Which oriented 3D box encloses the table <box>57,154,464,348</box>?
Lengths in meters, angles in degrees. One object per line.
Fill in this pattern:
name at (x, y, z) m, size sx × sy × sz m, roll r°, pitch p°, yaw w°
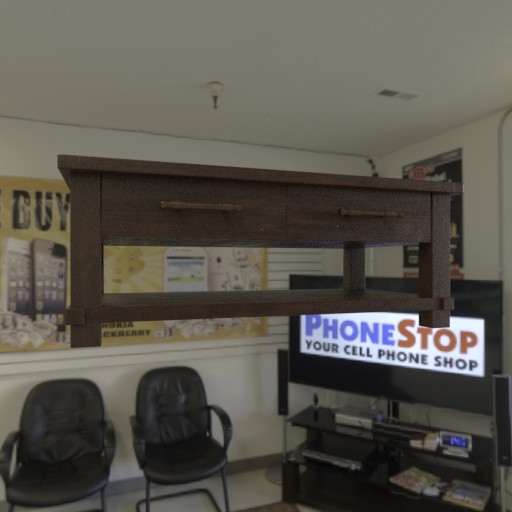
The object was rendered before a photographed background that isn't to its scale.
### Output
table at (0.000, 0.000, 1.623) m, size 1.270 × 0.494 × 0.700 m, roll 0°, pitch -1°, yaw -18°
